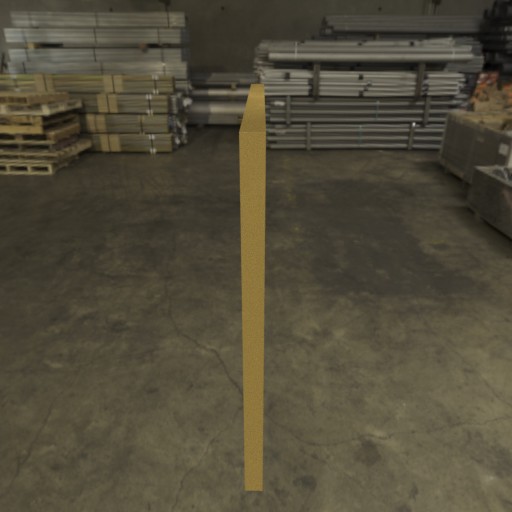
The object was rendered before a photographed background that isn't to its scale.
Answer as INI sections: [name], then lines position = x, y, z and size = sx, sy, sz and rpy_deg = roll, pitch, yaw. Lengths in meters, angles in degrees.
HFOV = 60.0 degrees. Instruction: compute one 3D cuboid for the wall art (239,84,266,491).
[wall art]
position = 0.000, 0.000, 1.138
size = 0.038, 0.762, 0.762
rpy_deg = 0, 26, 1
